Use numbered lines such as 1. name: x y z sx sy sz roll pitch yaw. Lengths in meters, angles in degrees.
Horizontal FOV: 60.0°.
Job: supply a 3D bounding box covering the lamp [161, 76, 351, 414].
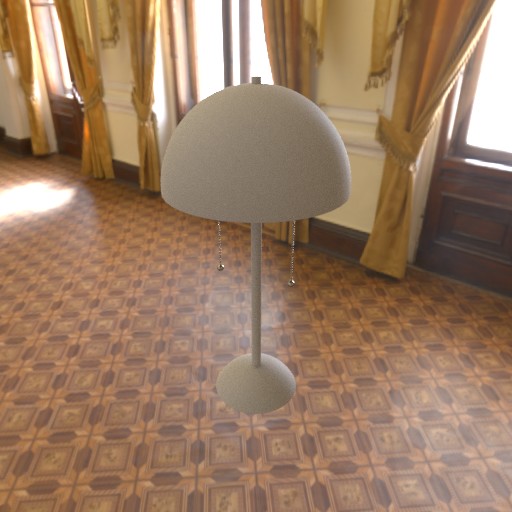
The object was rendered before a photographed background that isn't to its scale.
1. lamp: 0.000 0.000 0.438 0.171 0.330 0.171 0 27 0
